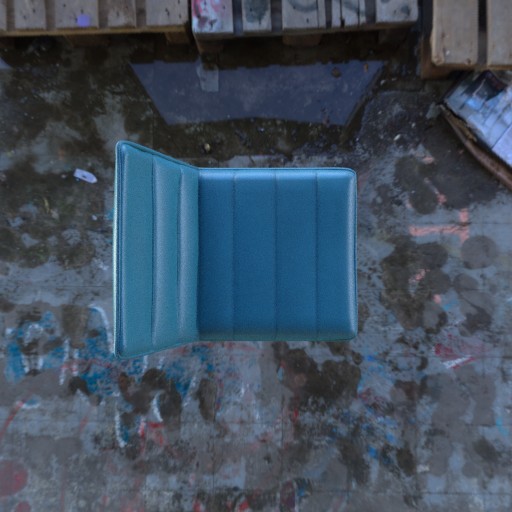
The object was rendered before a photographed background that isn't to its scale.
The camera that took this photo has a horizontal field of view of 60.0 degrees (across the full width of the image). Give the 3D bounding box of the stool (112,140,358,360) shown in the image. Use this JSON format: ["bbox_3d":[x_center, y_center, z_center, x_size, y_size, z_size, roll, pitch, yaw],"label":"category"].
[{"bbox_3d":[0.000,0.000,1.189,0.524,0.866,0.489,0,88,0],"label":"stool"}]
